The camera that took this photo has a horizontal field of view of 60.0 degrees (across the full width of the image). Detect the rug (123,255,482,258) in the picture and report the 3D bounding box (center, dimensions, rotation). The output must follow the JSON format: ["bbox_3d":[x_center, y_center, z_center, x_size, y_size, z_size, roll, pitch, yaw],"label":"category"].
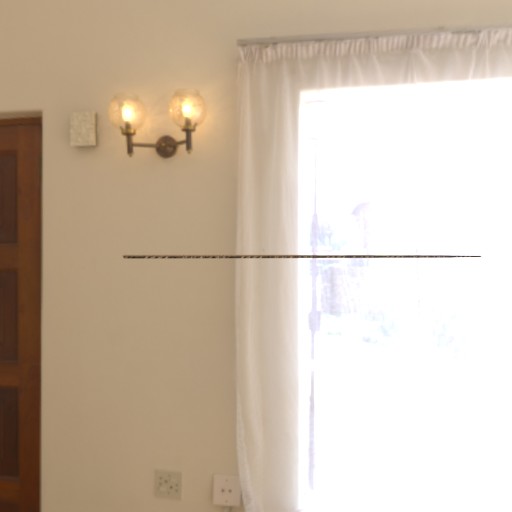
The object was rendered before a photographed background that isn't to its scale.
[{"bbox_3d":[0.000,0.000,4.003,2.306,0.017,2.902,0,0,-17],"label":"rug"}]
